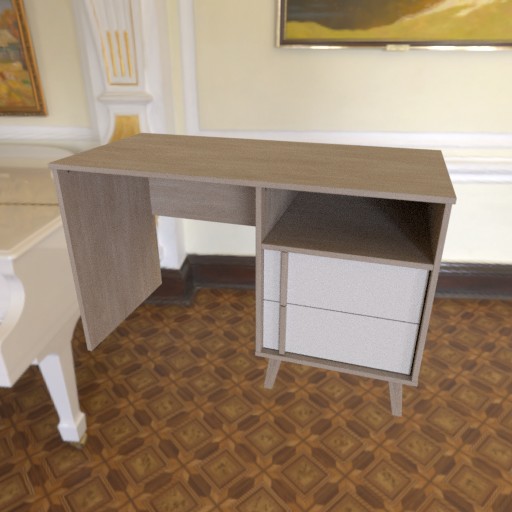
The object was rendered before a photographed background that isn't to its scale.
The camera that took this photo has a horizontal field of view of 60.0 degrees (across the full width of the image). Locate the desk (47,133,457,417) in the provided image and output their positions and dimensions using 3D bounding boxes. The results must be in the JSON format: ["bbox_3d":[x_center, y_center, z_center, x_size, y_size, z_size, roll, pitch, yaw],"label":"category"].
[{"bbox_3d":[0.000,0.000,1.713,1.251,0.770,0.600,8,26,15],"label":"desk"}]
